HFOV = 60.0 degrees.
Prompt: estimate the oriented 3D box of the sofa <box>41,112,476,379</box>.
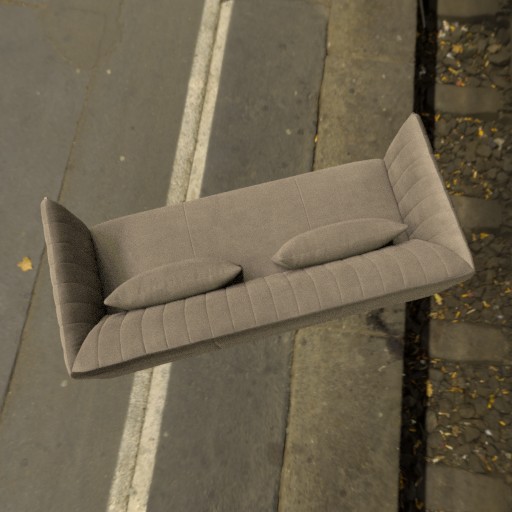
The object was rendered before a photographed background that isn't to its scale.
[{"bbox_3d":[0.000,0.000,2.434,1.980,0.780,0.876,-14,76,-4],"label":"sofa"}]
